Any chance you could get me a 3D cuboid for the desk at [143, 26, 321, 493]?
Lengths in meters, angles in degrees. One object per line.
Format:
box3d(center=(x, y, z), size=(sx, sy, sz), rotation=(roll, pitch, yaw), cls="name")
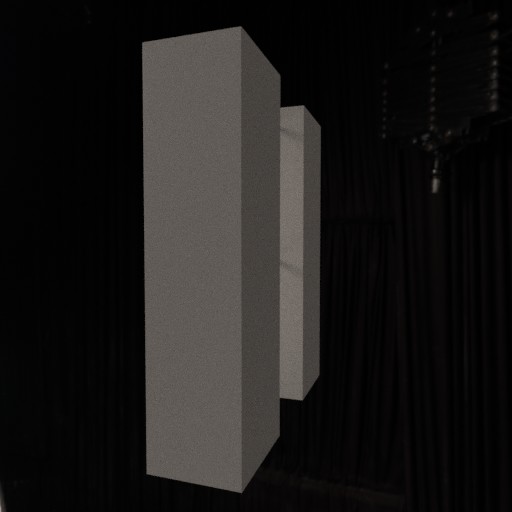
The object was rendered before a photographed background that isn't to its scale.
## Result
box3d(center=(0.000, 0.000, 2.812), size=(0.480, 2.000, 1.770), rotation=(1, 2, 19), cls="desk")
